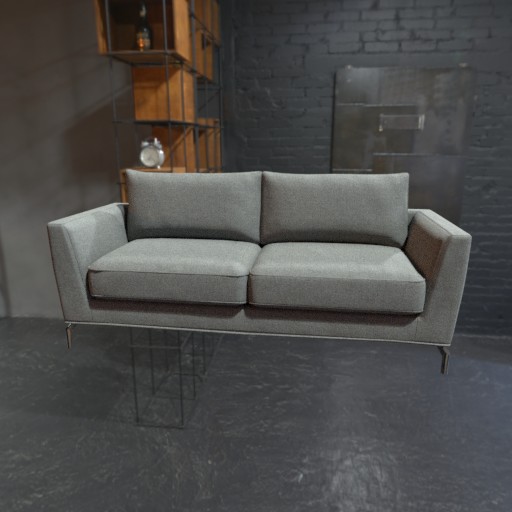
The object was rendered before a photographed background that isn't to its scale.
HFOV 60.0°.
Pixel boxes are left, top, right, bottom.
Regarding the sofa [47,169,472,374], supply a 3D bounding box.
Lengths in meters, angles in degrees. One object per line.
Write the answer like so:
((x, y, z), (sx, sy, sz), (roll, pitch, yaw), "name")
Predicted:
((0.000, 0.000, 2.714), (2.212, 1.002, 0.869), (2, 15, 8), "sofa")
